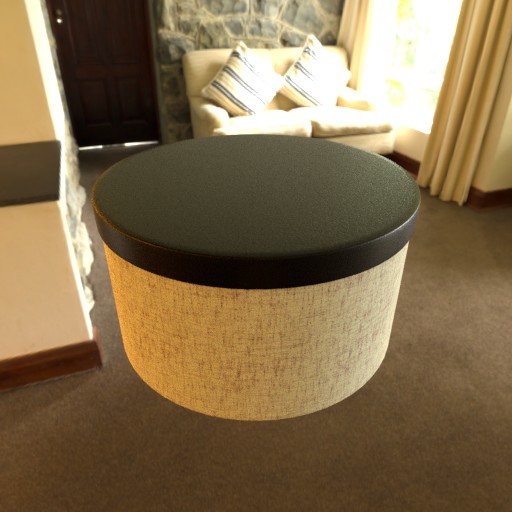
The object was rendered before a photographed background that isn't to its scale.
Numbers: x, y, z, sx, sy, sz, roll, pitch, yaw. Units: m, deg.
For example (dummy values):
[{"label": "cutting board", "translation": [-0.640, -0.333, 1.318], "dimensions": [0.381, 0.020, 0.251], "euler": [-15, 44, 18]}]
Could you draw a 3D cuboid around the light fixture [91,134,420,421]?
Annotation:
[{"label": "light fixture", "translation": [0.000, 0.000, 0.607], "dimensions": [0.389, 0.229, 0.389], "euler": [0, 31, 0]}]
